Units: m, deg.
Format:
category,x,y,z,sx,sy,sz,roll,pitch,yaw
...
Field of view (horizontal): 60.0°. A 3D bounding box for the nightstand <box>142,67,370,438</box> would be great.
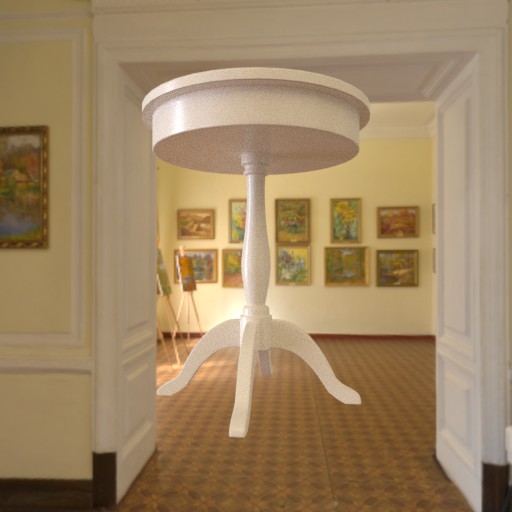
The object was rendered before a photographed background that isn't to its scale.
category,x,y,z,sx,sy,sz,roll,pitch,yaw
nightstand,0.000,0.000,1.023,0.513,0.653,0.513,0,-1,17
